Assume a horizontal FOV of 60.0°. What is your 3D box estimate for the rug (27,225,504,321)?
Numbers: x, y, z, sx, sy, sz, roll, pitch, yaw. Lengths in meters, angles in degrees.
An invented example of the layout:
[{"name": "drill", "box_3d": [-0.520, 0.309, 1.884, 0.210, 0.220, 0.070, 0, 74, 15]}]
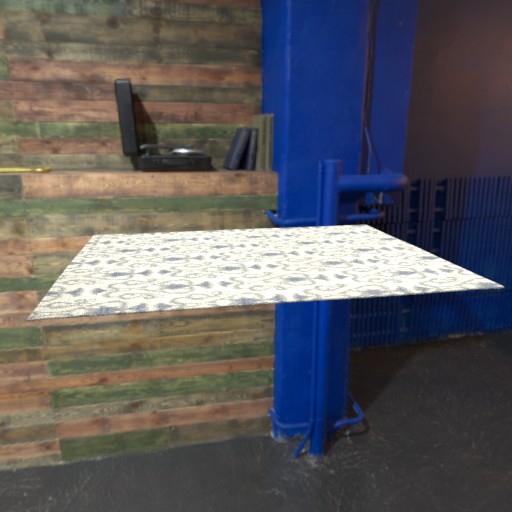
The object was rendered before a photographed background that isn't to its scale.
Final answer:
[{"name": "rug", "box_3d": [0.000, 0.000, 2.835, 2.261, 0.013, 1.676, -3, 15, -10]}]
